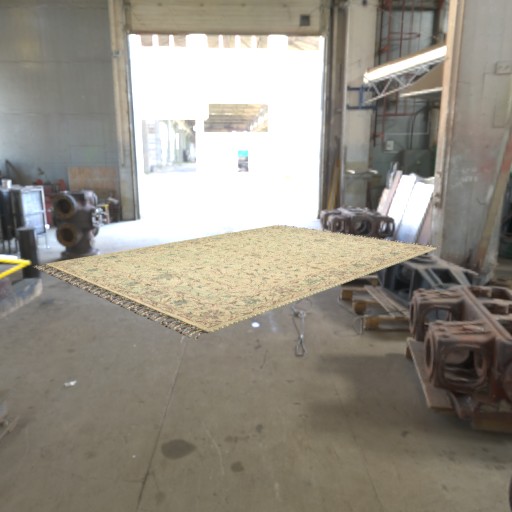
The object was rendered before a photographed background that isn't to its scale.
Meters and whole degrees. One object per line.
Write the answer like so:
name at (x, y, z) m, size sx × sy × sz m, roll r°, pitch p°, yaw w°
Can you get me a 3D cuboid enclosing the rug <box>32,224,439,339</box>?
rug at (0.000, 0.000, 2.327) m, size 1.247 × 0.008 × 1.802 m, roll 12°, pitch 18°, yaw 42°
